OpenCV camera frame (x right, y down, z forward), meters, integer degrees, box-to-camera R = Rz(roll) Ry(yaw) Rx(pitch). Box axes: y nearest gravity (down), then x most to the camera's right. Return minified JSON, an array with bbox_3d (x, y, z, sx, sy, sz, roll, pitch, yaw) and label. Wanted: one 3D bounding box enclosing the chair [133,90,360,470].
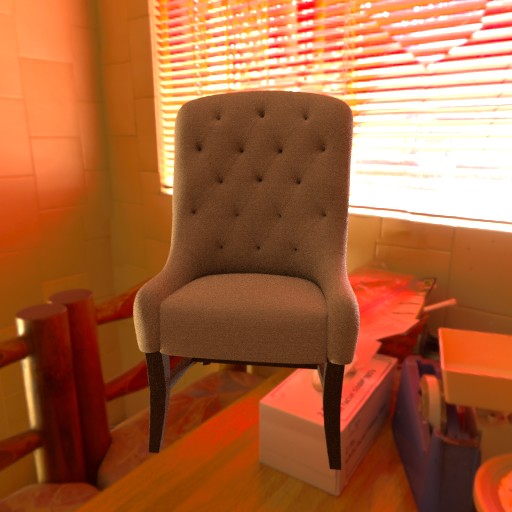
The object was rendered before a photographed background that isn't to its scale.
[{"bbox_3d":[0.000,0.000,1.468,0.634,1.091,0.629,2,14,7],"label":"chair"}]
